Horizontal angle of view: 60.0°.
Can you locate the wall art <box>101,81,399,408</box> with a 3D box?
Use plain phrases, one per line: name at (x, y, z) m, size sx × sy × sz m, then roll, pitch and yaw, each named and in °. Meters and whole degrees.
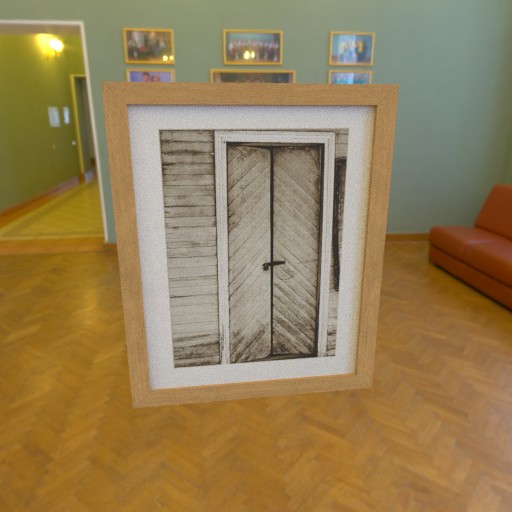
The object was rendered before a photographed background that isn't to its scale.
wall art at (0.000, 0.000, 0.771) m, size 0.460 × 0.561 × 0.020 m, roll -2°, pitch 18°, yaw -8°
